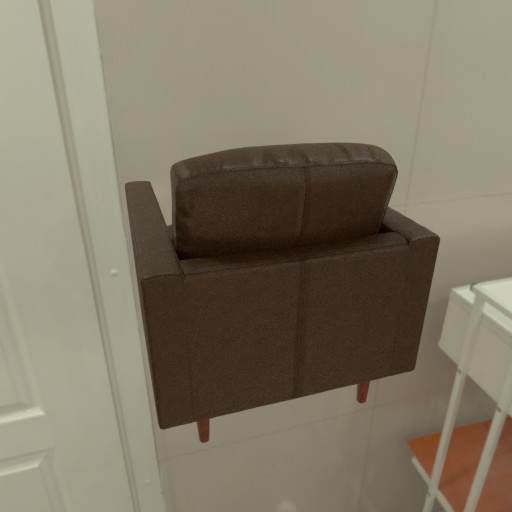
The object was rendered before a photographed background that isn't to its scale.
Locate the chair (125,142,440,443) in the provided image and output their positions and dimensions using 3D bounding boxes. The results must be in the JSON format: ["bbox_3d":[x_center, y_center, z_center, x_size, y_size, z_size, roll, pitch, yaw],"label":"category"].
[{"bbox_3d":[0.000,0.000,1.694,0.890,0.956,0.909,-8,27,-16],"label":"chair"}]
